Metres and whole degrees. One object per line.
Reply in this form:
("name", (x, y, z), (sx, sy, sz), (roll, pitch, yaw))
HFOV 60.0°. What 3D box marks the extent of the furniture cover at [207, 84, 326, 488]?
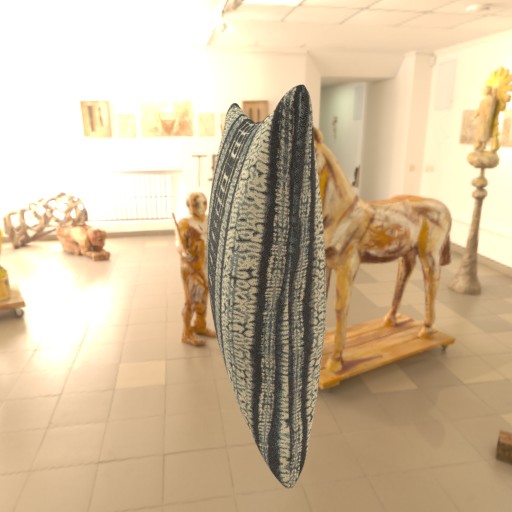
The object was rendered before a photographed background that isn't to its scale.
("furniture cover", (0.000, 0.000, 0.641), (0.133, 0.435, 0.425), (-3, 17, -10))
